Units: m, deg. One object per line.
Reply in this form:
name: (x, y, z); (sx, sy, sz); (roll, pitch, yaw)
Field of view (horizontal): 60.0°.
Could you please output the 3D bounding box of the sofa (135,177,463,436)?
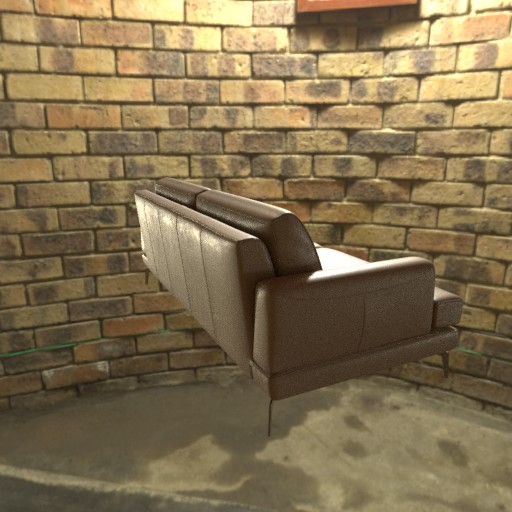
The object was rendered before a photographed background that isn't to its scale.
sofa: (0.000, 0.000, 2.441); (0.974, 0.765, 1.940); (-7, 16, -26)
